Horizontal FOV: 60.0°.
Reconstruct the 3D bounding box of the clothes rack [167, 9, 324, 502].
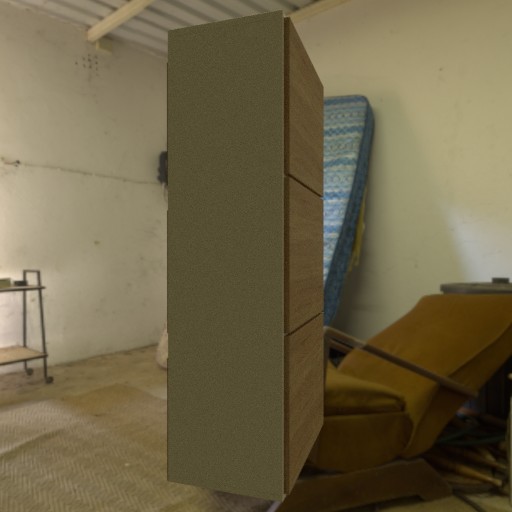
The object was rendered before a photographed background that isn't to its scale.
[{"bbox_3d":[0.000,0.000,1.351,0.331,1.187,0.500,0,0,19],"label":"clothes rack"}]
